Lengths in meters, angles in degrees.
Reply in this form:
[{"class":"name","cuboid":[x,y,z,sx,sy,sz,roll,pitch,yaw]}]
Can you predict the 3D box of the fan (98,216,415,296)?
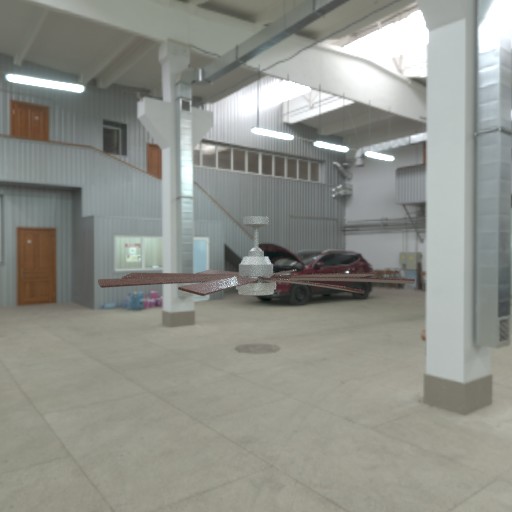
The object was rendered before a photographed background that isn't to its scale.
[{"class":"fan","cuboid":[0.000,0.000,2.711,1.830,0.472,1.830,0,1,17]}]
